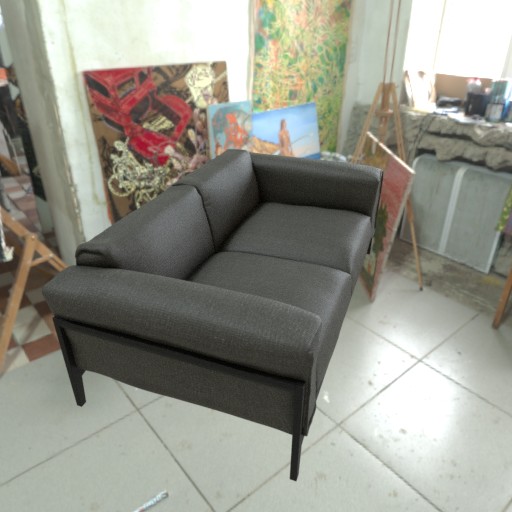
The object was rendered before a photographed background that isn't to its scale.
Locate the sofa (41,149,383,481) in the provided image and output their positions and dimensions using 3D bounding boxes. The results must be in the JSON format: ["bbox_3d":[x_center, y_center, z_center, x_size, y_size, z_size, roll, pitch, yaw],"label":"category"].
[{"bbox_3d":[0.000,0.000,2.133,0.960,0.656,1.690,11,31,18],"label":"sofa"}]
